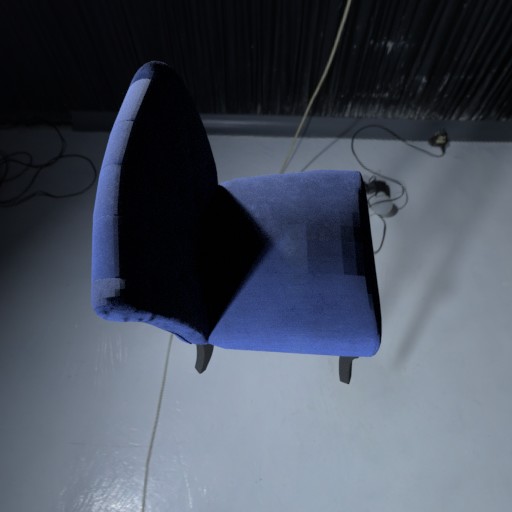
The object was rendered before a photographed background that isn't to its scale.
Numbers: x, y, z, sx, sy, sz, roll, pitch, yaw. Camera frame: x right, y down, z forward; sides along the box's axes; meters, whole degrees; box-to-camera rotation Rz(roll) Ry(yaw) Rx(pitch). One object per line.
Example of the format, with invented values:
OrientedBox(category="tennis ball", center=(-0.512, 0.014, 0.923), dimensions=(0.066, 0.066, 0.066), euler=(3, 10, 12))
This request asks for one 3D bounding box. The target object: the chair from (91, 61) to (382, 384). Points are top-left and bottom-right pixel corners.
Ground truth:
OrientedBox(category="chair", center=(0.000, 0.000, 1.157), dimensions=(0.606, 0.753, 0.585), euler=(0, 63, 0))
